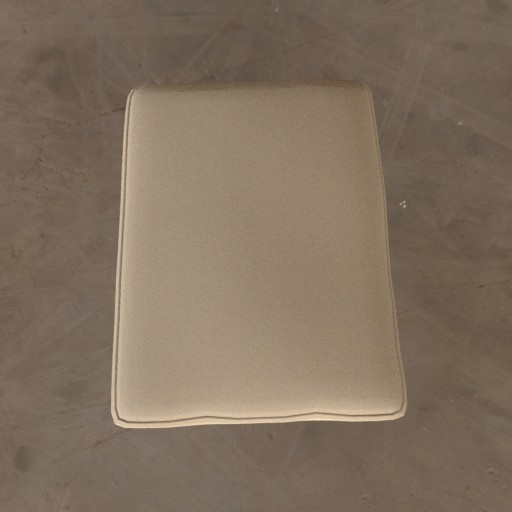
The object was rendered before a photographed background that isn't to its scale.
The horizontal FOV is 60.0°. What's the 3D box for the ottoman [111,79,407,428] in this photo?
[{"bbox_3d":[0.000,0.000,1.185,0.634,0.485,0.818,-2,75,0],"label":"ottoman"}]
